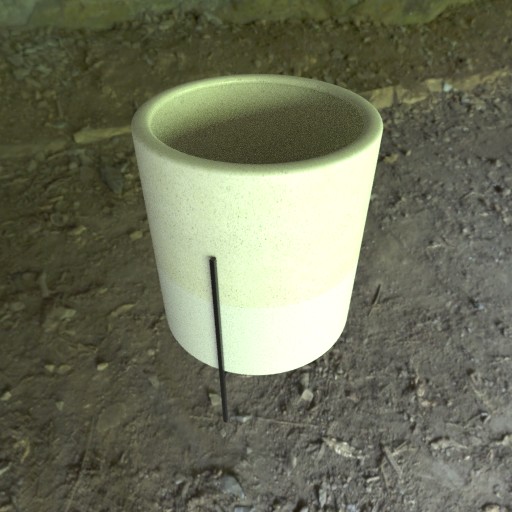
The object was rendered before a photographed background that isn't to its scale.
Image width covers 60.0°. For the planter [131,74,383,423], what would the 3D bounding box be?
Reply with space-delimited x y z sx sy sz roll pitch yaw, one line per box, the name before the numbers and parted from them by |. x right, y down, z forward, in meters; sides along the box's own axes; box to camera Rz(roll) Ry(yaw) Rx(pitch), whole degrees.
planter | 0.000 0.000 0.730 0.324 0.483 0.333 12 41 14
